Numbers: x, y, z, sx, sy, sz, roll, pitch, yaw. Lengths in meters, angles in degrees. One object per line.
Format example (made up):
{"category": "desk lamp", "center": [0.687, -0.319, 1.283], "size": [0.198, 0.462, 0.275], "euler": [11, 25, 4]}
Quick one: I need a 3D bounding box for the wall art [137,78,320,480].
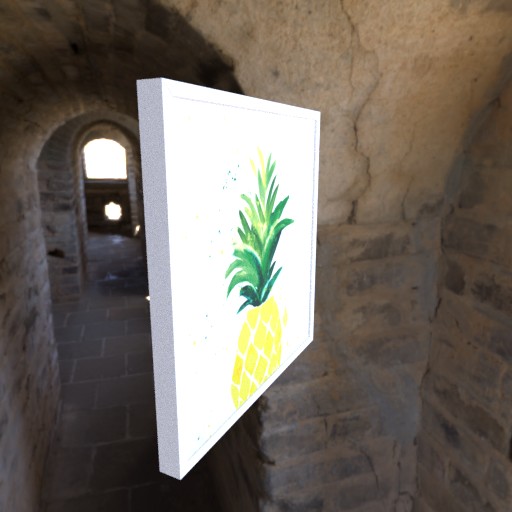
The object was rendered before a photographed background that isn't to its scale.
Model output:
{"category": "wall art", "center": [0.000, 0.000, 0.763], "size": [0.035, 0.507, 0.508], "euler": [7, 15, 27]}
